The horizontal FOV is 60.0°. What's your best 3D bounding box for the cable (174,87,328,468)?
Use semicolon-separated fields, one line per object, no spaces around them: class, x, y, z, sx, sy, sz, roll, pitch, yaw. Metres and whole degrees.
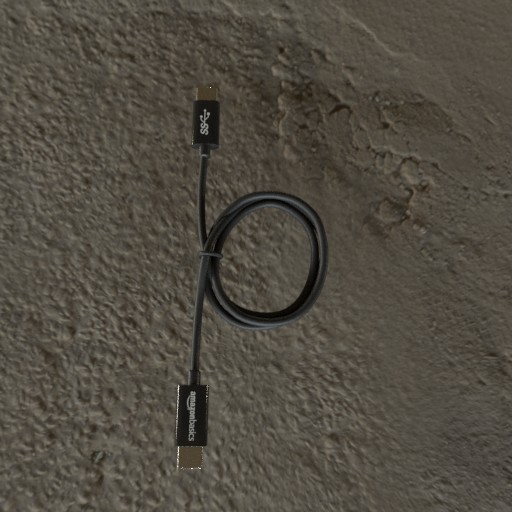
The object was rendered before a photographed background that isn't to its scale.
cable;0.000;0.000;0.210;0.070;0.014;0.186;0;75;0
